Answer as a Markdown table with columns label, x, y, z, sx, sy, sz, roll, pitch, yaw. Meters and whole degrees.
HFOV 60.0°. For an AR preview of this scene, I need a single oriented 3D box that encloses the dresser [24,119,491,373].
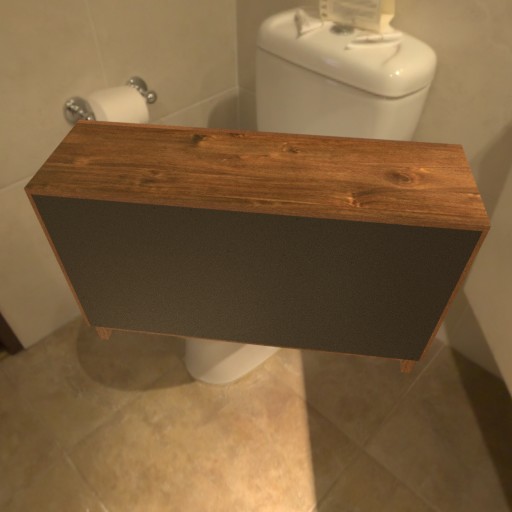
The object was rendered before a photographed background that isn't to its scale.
| label | x | y | z | sx | sy | sz | roll | pitch | yaw |
| --- | --- | --- | --- | --- | --- | --- | --- | --- | --- |
| dresser | 0.000 | 0.000 | 1.781 | 1.400 | 0.873 | 0.446 | 5 | 46 | 5 |
